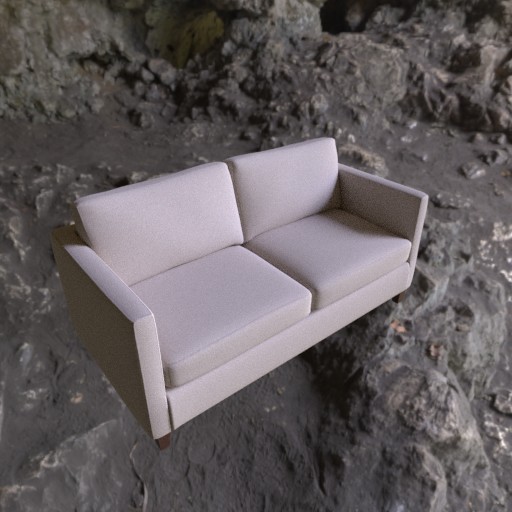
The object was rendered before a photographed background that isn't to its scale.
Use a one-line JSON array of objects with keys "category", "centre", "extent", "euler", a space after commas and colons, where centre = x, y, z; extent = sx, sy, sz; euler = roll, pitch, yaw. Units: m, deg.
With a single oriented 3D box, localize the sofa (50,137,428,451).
[{"category": "sofa", "centre": [0.000, 0.000, 2.277], "extent": [1.722, 0.888, 0.873], "euler": [-22, 37, -33]}]
